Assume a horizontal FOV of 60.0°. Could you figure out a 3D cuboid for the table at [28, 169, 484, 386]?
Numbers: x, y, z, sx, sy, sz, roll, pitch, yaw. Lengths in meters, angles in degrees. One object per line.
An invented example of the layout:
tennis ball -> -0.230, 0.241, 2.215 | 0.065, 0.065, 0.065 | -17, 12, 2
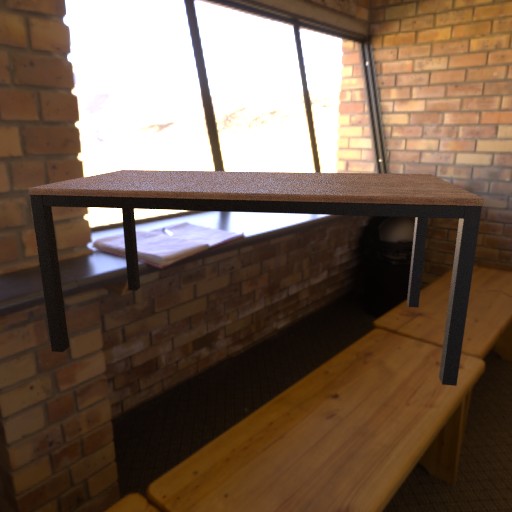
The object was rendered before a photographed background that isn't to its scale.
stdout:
table -> 0.000, 0.000, 2.262 | 1.805, 0.767, 0.893 | 3, 16, 9
